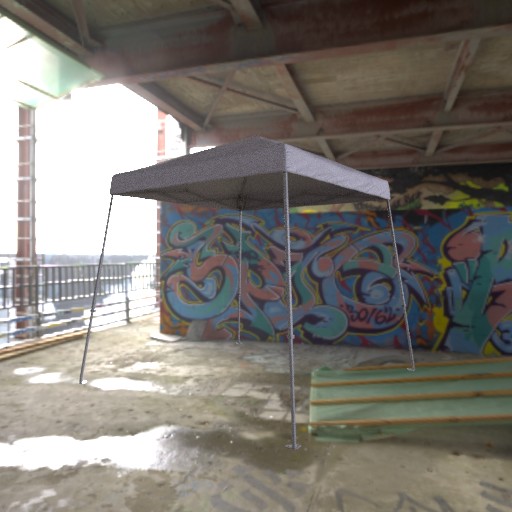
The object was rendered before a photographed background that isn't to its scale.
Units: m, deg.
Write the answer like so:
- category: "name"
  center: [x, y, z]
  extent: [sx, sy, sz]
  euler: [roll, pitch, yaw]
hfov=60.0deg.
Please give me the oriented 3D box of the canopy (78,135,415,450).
- category: "canopy"
  center: [0.000, 0.000, 5.255]
  extent: [2.850, 2.850, 2.849]
  euler: [0, 0, 37]
